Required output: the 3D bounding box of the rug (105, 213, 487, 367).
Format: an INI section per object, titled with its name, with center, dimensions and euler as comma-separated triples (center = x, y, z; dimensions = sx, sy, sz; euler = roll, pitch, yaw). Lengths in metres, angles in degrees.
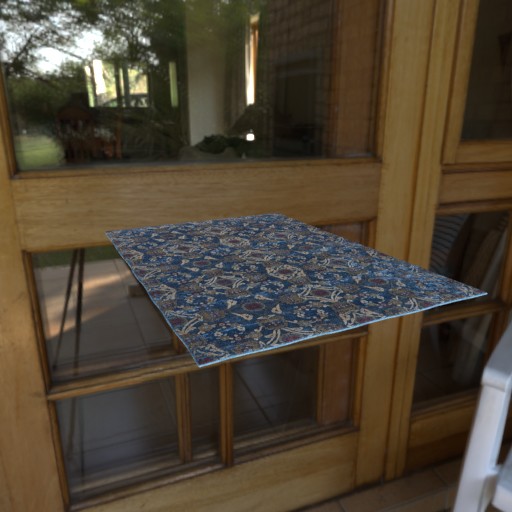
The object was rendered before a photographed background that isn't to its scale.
[rug]
center = 0.000, 0.000, 2.890
dimensions = 1.567, 0.014, 2.207
euler = -9, 19, -25
